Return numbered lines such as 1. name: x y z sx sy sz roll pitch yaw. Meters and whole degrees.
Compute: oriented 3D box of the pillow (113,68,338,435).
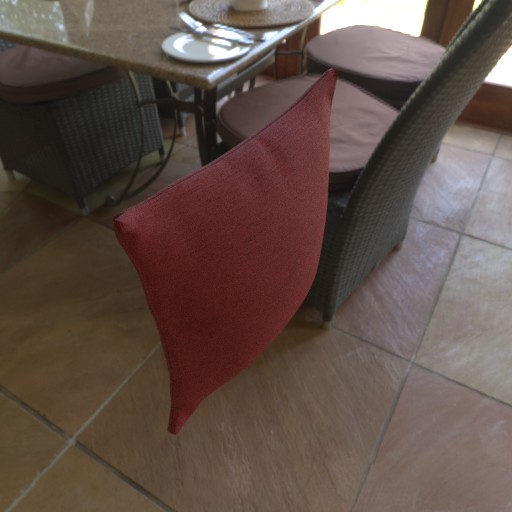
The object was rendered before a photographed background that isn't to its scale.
1. pillow: 0.000 0.000 0.655 0.151 0.416 0.435 25 48 24
